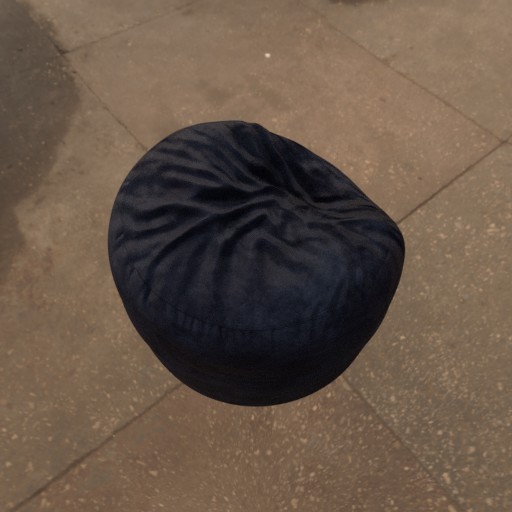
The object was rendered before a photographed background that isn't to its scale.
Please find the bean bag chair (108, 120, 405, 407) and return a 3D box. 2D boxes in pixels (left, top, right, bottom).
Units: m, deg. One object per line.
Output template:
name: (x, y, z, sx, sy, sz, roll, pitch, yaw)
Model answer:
bean bag chair: (0.000, 0.000, 1.508, 0.918, 0.616, 0.918, 0, 59, 0)
